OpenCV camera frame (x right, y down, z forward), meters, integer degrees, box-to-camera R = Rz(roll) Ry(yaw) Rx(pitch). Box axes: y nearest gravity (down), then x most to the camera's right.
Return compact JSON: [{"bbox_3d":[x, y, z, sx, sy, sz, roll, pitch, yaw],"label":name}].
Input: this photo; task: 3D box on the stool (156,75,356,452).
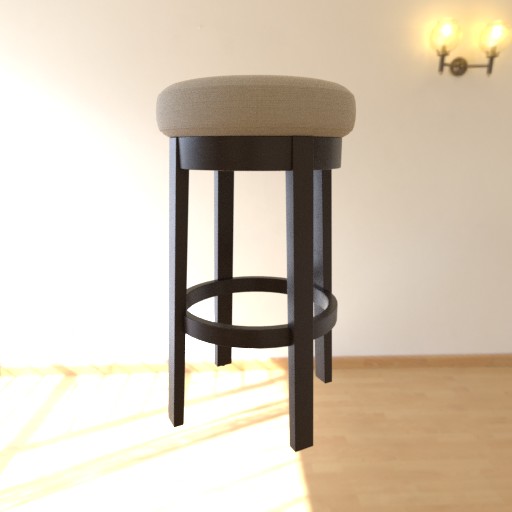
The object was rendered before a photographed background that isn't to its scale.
[{"bbox_3d":[0.000,0.000,1.044,0.446,0.758,0.446,0,14,0],"label":"stool"}]
